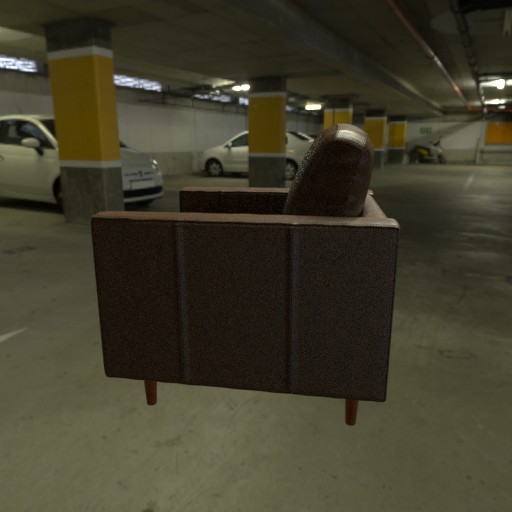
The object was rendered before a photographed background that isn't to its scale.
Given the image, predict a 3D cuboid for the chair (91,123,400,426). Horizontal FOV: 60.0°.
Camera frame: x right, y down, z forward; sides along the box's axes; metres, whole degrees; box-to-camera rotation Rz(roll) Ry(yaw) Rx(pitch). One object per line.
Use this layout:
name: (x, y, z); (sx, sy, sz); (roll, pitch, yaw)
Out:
chair: (0.000, 0.000, 1.691); (0.909, 0.956, 0.890); (2, 14, 9)
